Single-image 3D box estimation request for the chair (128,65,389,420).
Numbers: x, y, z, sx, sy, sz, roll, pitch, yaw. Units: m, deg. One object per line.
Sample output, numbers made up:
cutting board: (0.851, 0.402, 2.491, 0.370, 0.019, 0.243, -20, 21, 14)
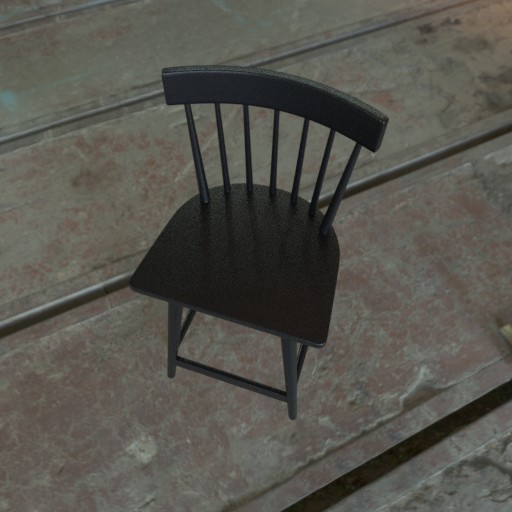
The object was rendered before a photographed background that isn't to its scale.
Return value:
chair: (0.000, 0.000, 1.235, 0.483, 0.952, 0.572, 16, 59, 10)
